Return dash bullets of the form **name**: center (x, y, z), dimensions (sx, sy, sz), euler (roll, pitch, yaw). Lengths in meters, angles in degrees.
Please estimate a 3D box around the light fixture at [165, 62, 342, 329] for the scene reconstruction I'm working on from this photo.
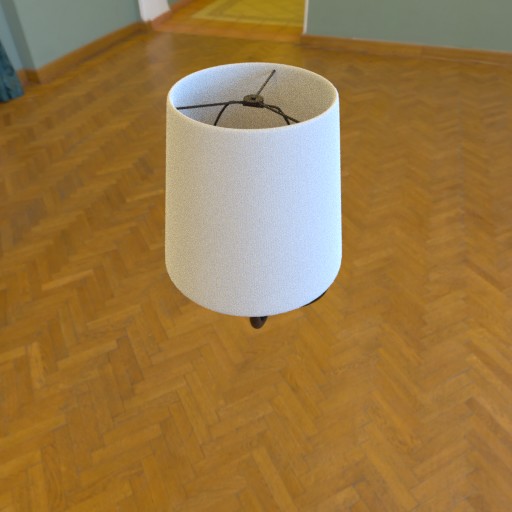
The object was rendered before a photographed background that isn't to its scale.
- **light fixture**: center (0.000, 0.000, 0.444), dimensions (0.168, 0.337, 0.188), euler (11, 43, 13)
